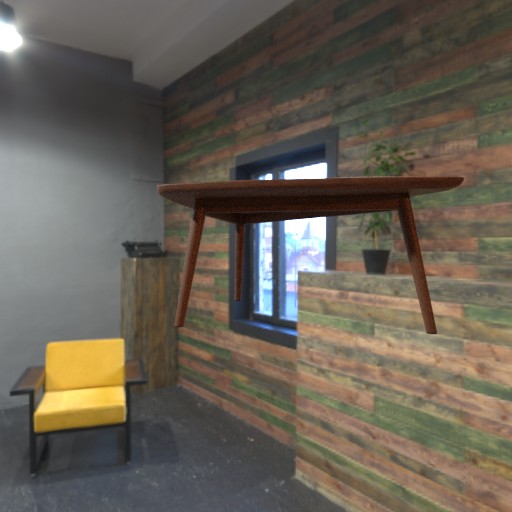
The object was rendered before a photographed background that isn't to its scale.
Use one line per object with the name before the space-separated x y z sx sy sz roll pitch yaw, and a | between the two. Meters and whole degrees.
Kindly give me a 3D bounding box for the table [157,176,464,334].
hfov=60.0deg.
table | 0.000 0.000 1.293 0.601 0.365 1.008 0 1 -35
